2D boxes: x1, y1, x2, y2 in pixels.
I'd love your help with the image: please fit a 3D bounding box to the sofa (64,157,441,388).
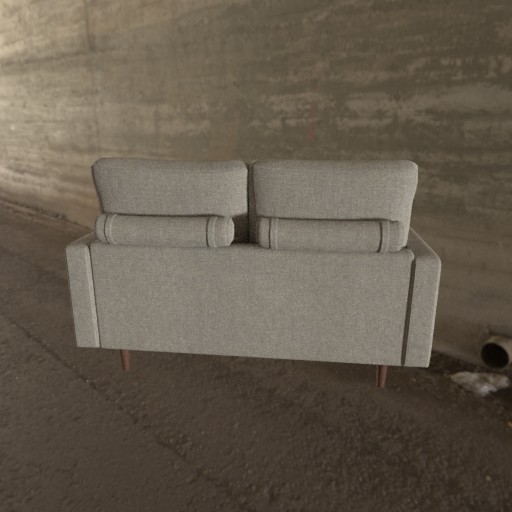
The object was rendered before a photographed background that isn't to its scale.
[{"bbox_3d":[0.000,0.000,2.020,1.407,0.907,0.842,2,17,7],"label":"sofa"}]
